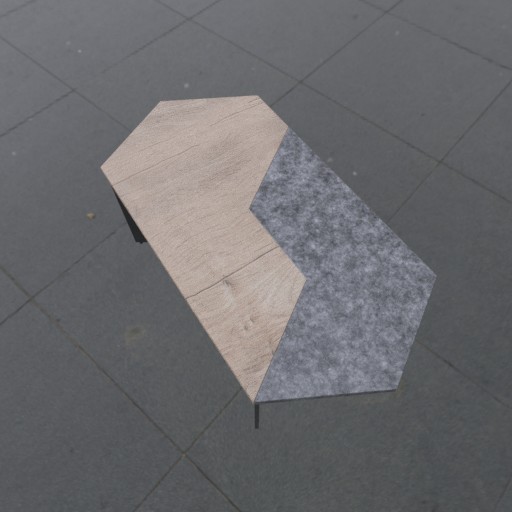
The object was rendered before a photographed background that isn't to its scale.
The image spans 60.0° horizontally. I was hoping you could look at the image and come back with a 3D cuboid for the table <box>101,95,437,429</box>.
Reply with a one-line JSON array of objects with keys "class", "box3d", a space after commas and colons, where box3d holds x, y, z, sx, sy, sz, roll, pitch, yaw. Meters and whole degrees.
[{"class": "table", "box3d": [0.000, 0.000, 1.520, 0.609, 0.457, 1.219, -30, 64, -16]}]
